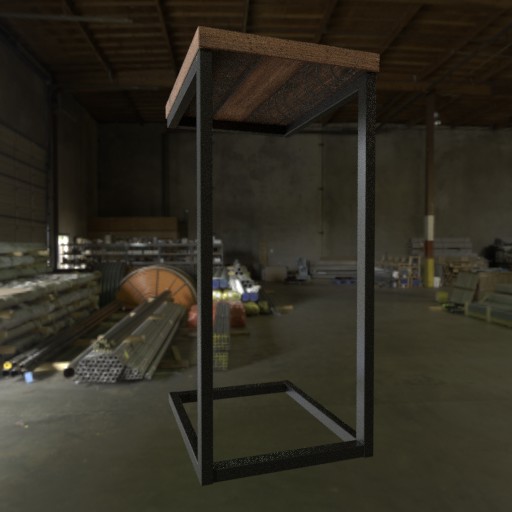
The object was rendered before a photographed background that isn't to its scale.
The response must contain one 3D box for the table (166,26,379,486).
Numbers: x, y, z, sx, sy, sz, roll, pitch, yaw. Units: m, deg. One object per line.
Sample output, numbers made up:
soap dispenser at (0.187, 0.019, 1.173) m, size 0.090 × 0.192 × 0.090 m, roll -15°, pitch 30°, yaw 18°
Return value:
table at (0.000, 0.000, 0.933) m, size 0.323 × 0.718 × 0.414 m, roll 0°, pitch 2°, yaw -18°
